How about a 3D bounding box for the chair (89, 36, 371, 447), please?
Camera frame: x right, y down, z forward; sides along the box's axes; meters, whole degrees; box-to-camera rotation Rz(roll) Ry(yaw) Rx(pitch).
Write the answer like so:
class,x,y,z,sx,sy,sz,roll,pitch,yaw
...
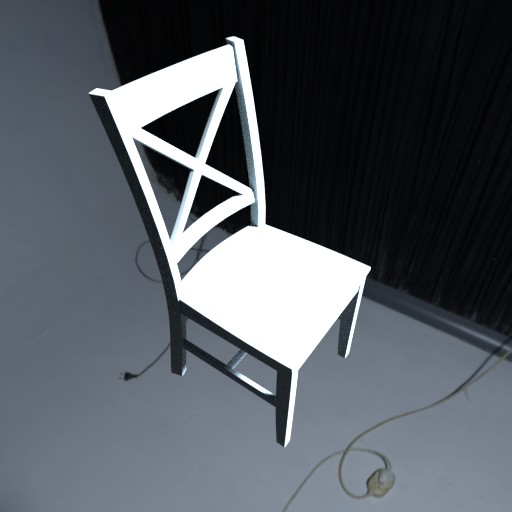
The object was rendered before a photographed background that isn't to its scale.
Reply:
class,x,y,z,sx,sy,sz,roll,pitch,yaw
chair,0.000,0.000,1.270,0.542,0.983,0.485,25,48,26
